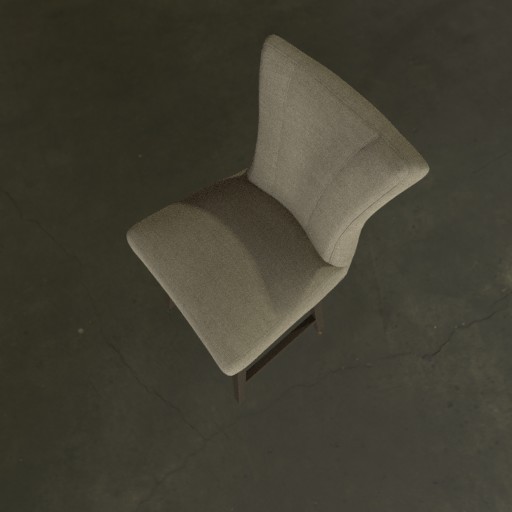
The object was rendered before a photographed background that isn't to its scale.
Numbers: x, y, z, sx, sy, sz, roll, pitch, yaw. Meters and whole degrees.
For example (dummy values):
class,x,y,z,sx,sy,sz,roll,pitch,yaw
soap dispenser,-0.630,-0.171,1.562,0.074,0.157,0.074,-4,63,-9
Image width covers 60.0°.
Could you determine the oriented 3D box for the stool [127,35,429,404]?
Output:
class,x,y,z,sx,sy,sz,roll,pitch,yaw
stool,0.000,0.000,1.341,0.574,1.000,0.514,-35,69,-16
